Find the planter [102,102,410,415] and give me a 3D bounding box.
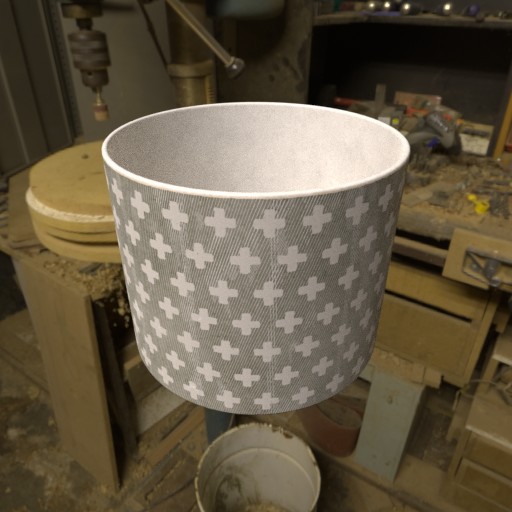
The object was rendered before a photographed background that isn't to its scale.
[{"bbox_3d":[0.000,0.000,0.331,0.190,0.181,0.190,0,31,0],"label":"planter"}]
